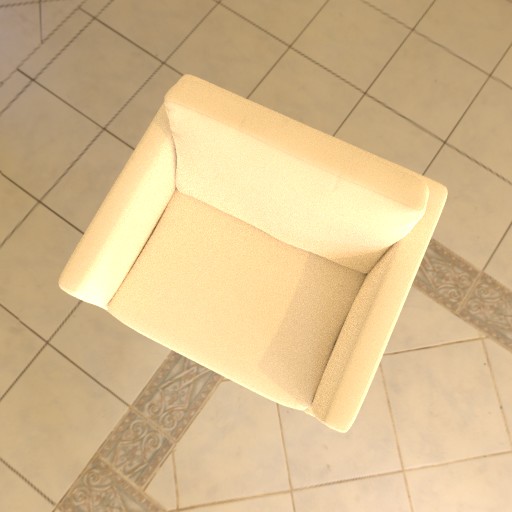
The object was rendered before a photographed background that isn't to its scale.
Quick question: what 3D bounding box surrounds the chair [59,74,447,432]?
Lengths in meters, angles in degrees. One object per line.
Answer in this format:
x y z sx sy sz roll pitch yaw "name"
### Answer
0.000 0.000 1.648 1.019 0.885 0.878 25 78 6 "chair"
